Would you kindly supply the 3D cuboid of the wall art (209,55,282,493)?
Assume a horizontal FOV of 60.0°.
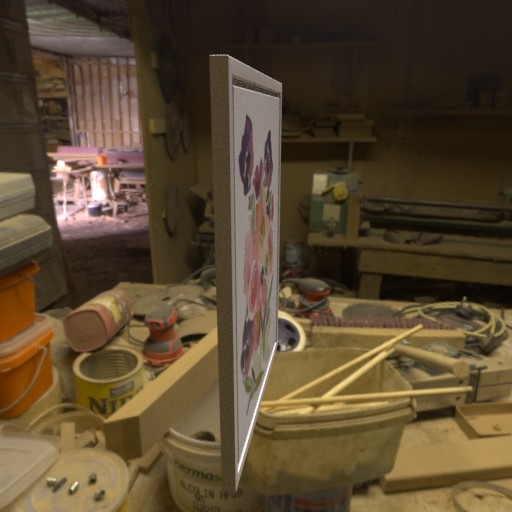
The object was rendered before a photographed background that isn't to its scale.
[{"bbox_3d":[0.000,0.000,1.384,0.042,1.056,0.805,3,18,10],"label":"wall art"}]
